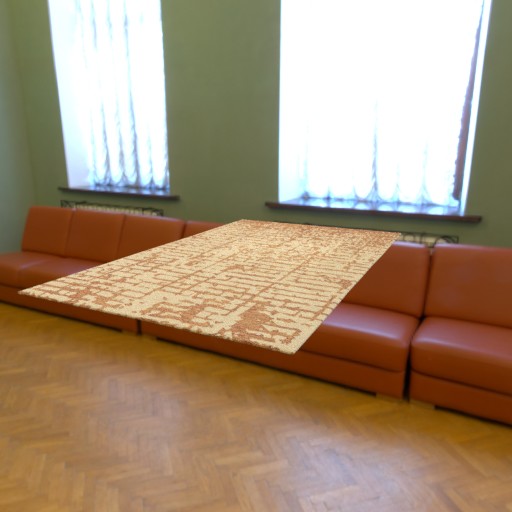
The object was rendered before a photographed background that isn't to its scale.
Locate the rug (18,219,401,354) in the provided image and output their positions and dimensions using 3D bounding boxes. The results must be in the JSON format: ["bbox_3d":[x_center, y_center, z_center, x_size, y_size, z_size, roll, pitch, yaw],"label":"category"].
[{"bbox_3d":[0.000,0.000,2.995,1.517,0.011,2.435,7,16,26],"label":"rug"}]
